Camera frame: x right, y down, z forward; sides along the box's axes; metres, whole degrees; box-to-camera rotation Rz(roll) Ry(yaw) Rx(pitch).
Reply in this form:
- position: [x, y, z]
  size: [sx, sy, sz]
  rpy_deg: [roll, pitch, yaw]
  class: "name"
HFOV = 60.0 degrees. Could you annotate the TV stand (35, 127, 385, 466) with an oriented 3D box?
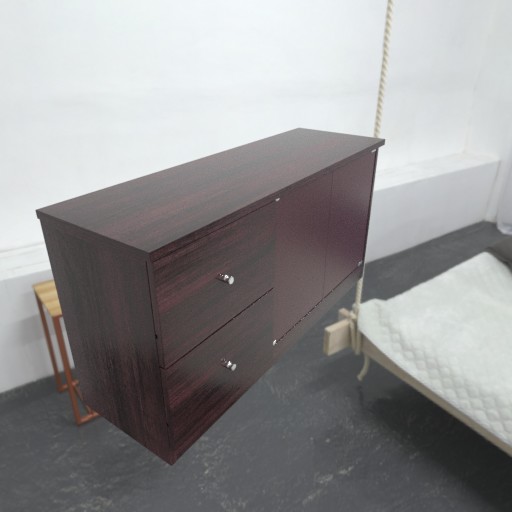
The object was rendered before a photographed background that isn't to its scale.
- position: [0.000, 0.000, 1.492]
  size: [0.404, 0.614, 1.192]
  rpy_deg: [18, 32, 31]
  class: "TV stand"
